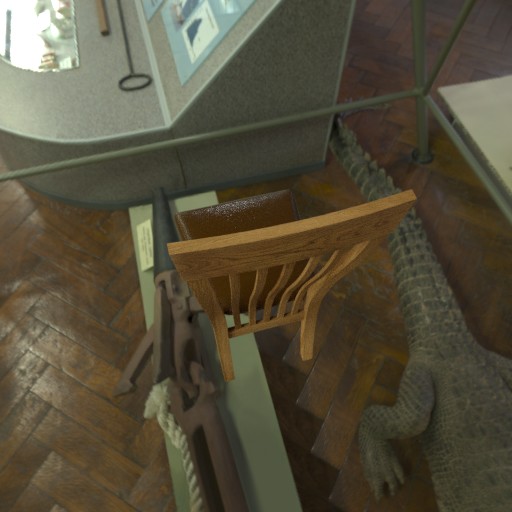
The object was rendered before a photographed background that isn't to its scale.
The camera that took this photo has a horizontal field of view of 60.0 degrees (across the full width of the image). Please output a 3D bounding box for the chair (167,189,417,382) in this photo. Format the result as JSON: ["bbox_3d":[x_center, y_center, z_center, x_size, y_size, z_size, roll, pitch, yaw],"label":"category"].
[{"bbox_3d":[0.000,0.000,1.351,0.450,1.050,0.580,-13,59,-8],"label":"chair"}]
